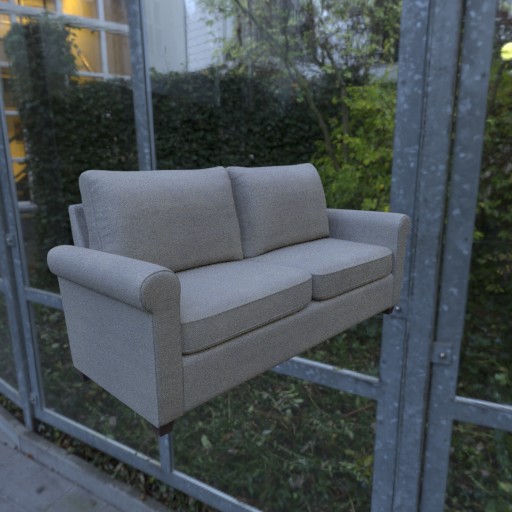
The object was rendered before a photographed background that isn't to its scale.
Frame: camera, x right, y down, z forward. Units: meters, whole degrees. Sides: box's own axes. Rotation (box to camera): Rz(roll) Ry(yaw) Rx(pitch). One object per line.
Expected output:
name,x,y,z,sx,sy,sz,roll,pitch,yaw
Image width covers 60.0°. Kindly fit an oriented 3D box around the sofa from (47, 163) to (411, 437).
sofa,0.000,0.000,2.394,0.842,0.942,1.935,13,18,42
